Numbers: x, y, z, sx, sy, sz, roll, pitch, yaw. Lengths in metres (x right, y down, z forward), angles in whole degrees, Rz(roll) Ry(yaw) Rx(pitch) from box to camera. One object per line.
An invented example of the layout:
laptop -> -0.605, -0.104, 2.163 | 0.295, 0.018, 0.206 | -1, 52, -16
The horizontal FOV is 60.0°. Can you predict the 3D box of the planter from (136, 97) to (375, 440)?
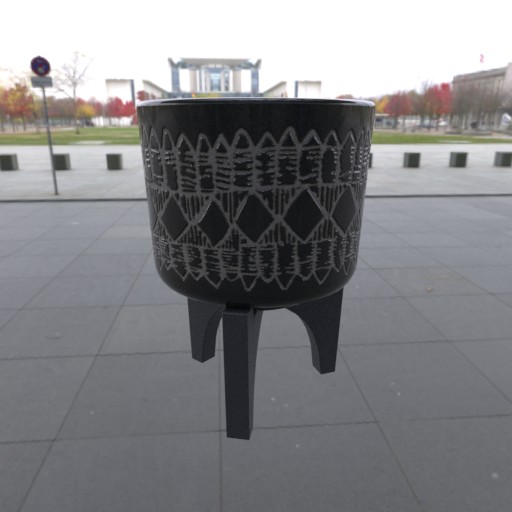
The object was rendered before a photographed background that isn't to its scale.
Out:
planter -> 0.000, 0.000, 0.272 | 0.129, 0.177, 0.129 | 0, 17, 0
